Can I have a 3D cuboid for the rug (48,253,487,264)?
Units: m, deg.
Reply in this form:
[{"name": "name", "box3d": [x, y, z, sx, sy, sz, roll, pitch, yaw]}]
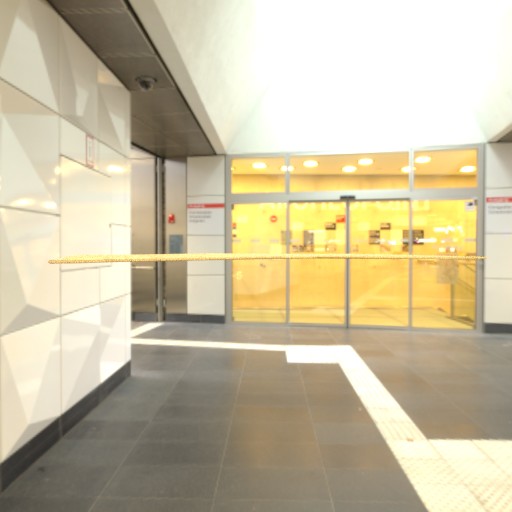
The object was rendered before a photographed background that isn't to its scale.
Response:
[{"name": "rug", "box3d": [0.000, 0.000, 2.276, 1.820, 0.022, 1.179, 0, 1, -18]}]
